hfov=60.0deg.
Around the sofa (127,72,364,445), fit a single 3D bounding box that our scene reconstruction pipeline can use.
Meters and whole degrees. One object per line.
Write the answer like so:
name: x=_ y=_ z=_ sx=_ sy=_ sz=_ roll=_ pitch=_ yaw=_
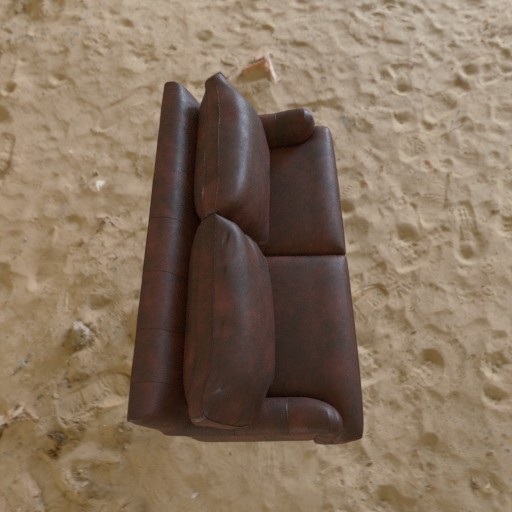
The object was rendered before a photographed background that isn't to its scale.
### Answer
sofa: x=0.000 y=0.000 z=2.747 sx=1.147 sy=1.071 sz=2.144 roll=-1 pitch=63 yaw=0
